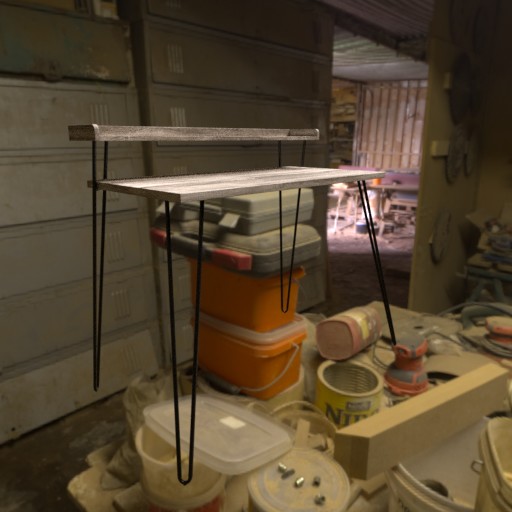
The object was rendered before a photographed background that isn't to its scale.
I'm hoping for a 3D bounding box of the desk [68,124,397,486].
[{"bbox_3d":[0.000,0.000,1.604,0.605,0.899,1.135,14,20,43],"label":"desk"}]
